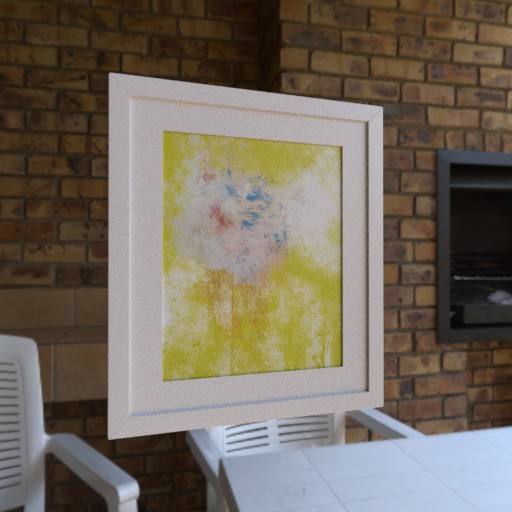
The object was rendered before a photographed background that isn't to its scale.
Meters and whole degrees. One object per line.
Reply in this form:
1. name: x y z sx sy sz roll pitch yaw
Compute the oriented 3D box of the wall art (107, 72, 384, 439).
1. wall art: 0.000 0.000 0.523 0.331 0.381 0.028 0 0 -18
